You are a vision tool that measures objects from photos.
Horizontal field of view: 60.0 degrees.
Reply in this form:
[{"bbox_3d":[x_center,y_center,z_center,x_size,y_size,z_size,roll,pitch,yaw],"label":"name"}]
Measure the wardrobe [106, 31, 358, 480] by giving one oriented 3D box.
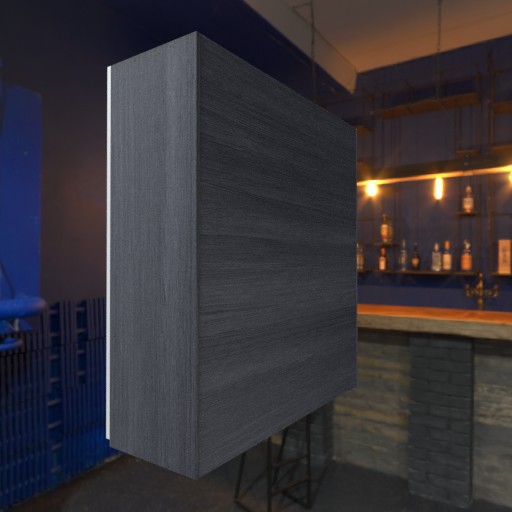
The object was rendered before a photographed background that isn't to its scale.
[{"bbox_3d":[0.000,0.000,2.834,0.629,1.960,1.780,0,-1,35],"label":"wardrobe"}]
